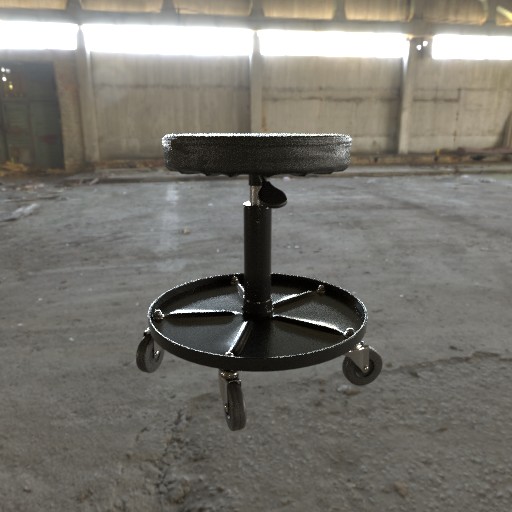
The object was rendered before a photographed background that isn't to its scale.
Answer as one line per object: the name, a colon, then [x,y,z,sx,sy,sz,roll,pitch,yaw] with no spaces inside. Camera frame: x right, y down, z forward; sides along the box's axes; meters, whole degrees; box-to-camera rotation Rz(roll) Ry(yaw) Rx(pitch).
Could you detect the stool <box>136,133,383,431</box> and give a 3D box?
stool: [0.000,0.000,0.689,0.381,0.365,0.382,-3,16,-9]
